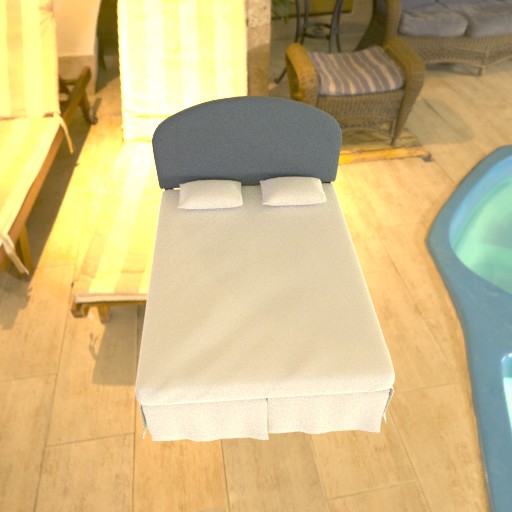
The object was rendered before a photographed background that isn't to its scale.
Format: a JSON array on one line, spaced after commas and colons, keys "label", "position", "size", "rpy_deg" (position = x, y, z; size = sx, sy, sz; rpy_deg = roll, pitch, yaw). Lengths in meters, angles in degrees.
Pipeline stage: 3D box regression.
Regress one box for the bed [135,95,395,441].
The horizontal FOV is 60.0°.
[{"label": "bed", "position": [0.000, 0.000, 3.097], "size": [1.607, 1.410, 2.005], "rpy_deg": [-3, 45, -3]}]
